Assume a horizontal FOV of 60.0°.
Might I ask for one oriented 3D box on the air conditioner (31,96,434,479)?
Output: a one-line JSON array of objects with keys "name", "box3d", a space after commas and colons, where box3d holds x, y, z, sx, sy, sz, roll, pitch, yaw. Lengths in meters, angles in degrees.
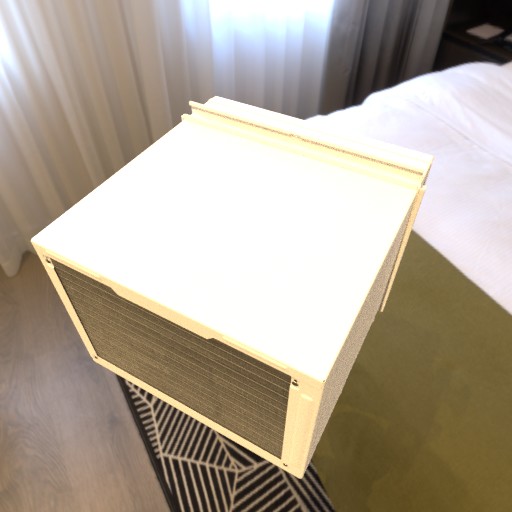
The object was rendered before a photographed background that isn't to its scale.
[{"name": "air conditioner", "box3d": [0.000, 0.000, 0.872, 0.503, 0.388, 0.546, 22, 51, 19]}]
